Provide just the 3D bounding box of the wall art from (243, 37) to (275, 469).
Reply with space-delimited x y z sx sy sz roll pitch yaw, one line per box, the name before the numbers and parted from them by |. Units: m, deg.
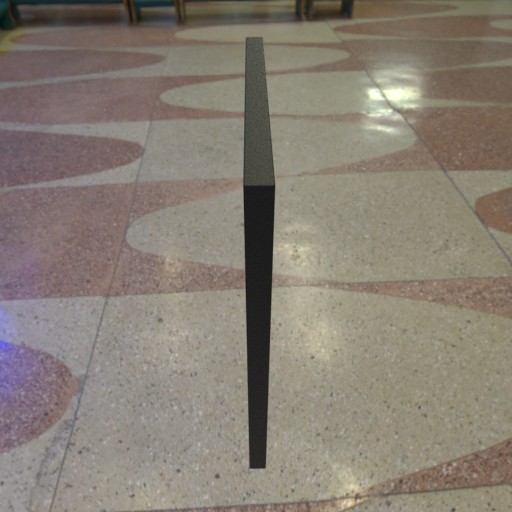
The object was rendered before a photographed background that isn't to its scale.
wall art | 0.000 0.000 0.740 0.028 0.559 0.457 0 41 -1
